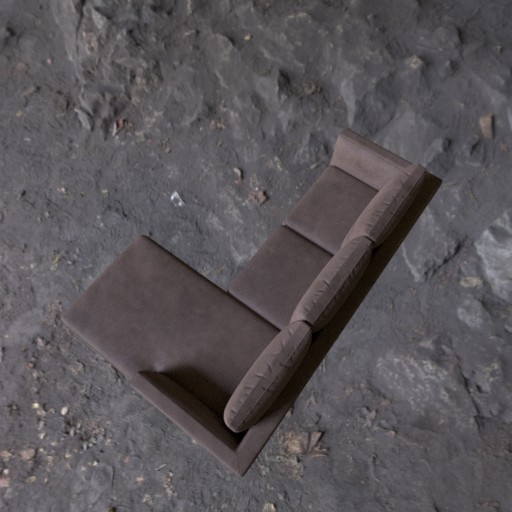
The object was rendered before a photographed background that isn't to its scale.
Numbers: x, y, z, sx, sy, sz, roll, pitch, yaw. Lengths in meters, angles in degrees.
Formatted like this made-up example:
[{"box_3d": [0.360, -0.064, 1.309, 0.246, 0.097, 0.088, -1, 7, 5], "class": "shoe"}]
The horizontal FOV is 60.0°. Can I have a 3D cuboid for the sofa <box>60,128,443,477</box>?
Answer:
[{"box_3d": [0.000, 0.000, 3.250, 1.622, 0.987, 2.438, 34, 69, 15], "class": "sofa"}]
